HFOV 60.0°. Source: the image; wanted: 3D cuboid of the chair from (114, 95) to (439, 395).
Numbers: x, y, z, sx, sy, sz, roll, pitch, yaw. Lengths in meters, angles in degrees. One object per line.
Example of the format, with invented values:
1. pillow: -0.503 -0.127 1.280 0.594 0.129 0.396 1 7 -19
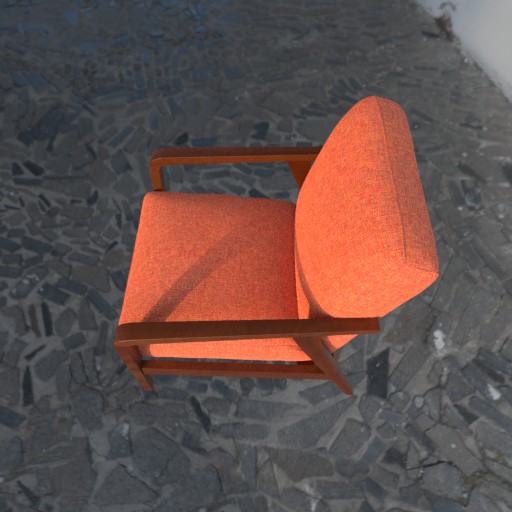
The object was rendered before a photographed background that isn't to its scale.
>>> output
1. chair: 0.000 0.000 1.484 0.860 0.890 0.719 1 58 1
